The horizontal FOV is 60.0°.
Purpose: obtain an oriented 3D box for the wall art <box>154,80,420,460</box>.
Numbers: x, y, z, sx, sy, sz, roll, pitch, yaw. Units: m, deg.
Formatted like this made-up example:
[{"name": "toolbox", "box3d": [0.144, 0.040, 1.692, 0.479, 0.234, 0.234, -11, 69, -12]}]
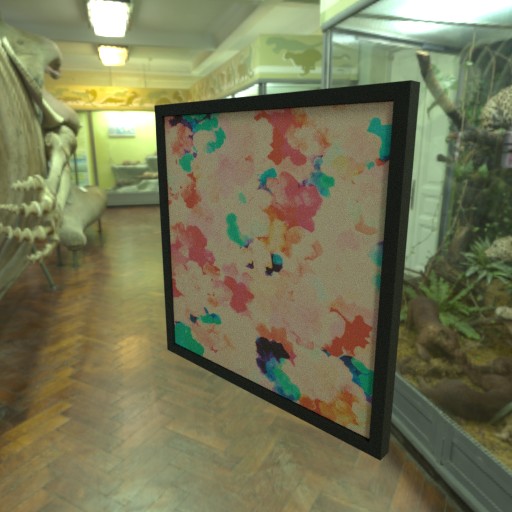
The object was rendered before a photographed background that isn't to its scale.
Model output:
[{"name": "wall art", "box3d": [0.000, 0.000, 0.448, 0.306, 0.304, 0.015, 13, 19, 42]}]
